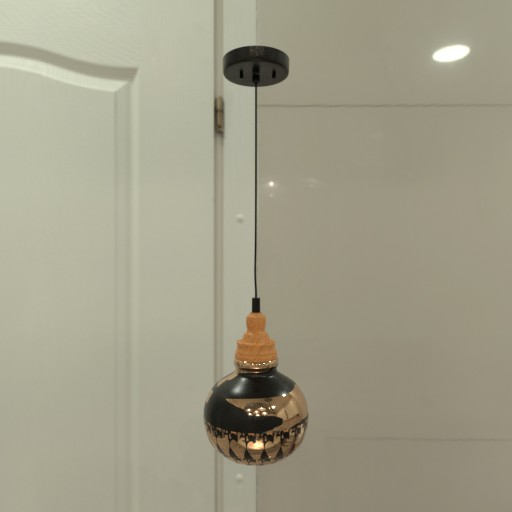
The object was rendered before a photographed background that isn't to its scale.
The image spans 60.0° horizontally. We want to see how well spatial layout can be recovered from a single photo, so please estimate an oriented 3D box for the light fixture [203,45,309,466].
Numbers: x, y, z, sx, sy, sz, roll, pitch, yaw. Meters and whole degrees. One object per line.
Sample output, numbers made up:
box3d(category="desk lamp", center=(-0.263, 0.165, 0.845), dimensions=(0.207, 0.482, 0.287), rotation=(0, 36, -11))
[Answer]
box3d(category="light fixture", center=(0.000, 0.000, 1.828), dimensions=(0.430, 1.606, 0.430), rotation=(0, 0, 0))
